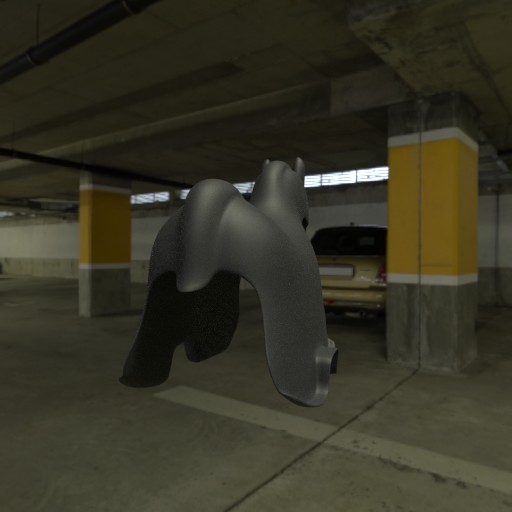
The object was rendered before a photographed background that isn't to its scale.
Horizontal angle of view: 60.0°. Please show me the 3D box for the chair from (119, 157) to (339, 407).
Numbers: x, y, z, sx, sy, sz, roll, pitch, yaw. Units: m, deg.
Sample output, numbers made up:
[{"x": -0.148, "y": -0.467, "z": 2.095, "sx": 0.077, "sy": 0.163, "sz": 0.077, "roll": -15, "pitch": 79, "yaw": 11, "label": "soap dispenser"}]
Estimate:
[{"x": 0.000, "y": 0.000, "z": 1.155, "sx": 0.429, "sy": 0.612, "sz": 0.800, "roll": 0, "pitch": 1, "yaw": 18, "label": "chair"}]
